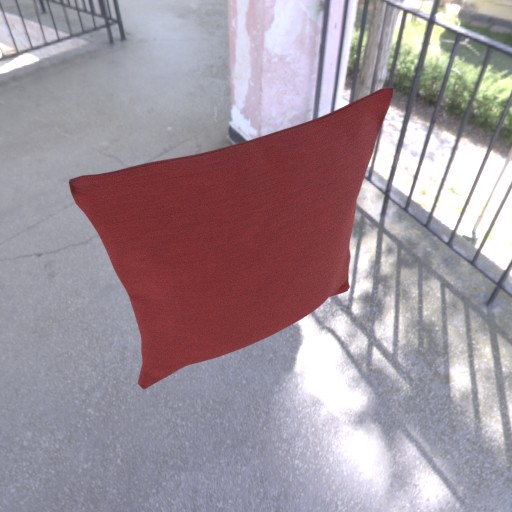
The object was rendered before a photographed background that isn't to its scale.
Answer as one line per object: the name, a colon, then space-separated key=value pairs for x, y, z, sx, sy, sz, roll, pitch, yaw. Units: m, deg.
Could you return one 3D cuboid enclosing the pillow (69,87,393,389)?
pillow: x=0.000 y=0.000 z=0.659 sx=0.435 sy=0.416 sz=0.151 roll=-22 pitch=49 yaw=-21
